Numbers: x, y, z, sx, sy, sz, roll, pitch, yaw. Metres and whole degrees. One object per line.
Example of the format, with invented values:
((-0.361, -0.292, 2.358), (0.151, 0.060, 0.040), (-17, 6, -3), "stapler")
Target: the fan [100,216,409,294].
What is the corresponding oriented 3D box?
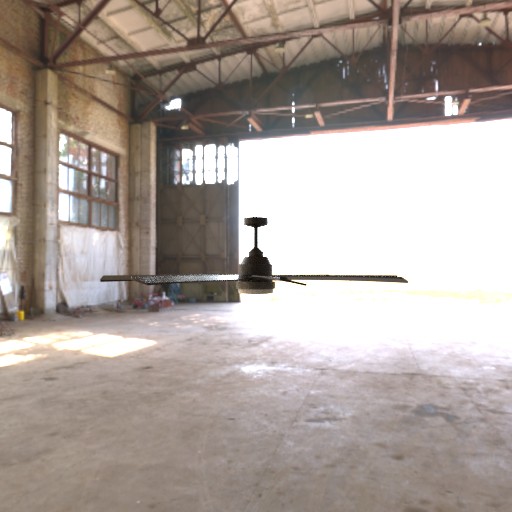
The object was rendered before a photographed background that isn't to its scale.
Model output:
((0.000, 0.000, 2.744), (1.830, 0.472, 1.830), (-1, -2, 35), "fan")
